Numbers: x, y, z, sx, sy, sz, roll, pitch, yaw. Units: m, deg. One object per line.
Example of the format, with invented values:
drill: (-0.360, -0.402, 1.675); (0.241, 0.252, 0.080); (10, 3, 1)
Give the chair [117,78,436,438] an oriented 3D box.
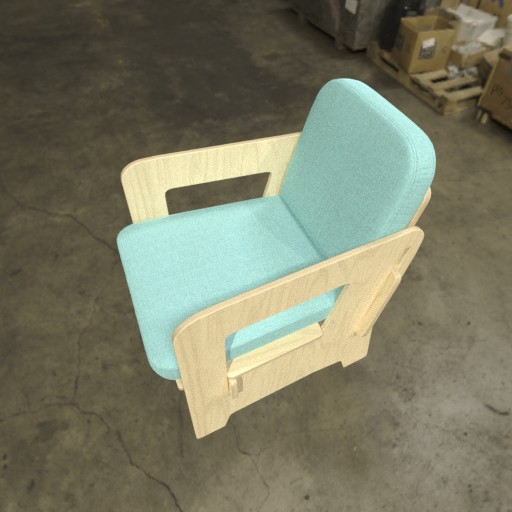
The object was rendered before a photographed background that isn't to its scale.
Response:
chair: (0.000, 0.000, 1.247); (0.710, 0.800, 0.590); (-16, 49, -15)
